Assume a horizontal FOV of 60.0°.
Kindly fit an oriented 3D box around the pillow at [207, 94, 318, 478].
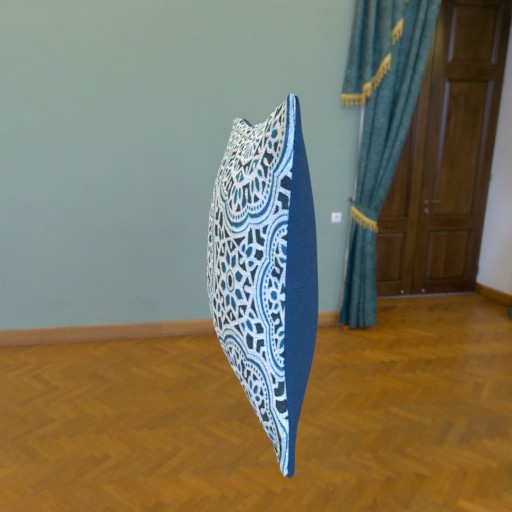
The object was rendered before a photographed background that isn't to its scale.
[{"bbox_3d":[0.000,0.000,0.663,0.145,0.420,0.440,-3,15,-9],"label":"pillow"}]
